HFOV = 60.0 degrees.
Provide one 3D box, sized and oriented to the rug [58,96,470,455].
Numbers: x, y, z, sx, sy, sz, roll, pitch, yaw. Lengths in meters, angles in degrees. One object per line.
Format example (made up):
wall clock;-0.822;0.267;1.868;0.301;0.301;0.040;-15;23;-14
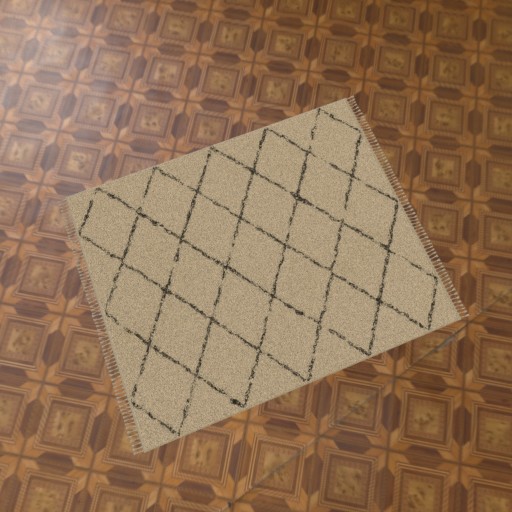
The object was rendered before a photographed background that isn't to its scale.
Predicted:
rug;0.000;0.000;3.994;3.051;0.013;2.380;-21;76;-6
